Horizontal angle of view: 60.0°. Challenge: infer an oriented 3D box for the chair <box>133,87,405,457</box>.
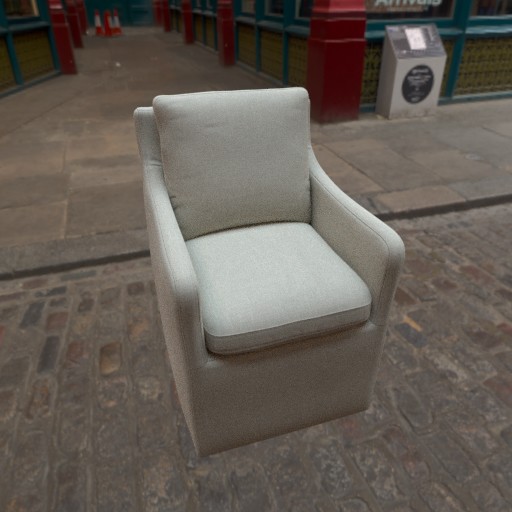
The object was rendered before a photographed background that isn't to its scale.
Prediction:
[{"bbox_3d":[0.000,0.000,1.395,0.626,0.914,0.694,-10,33,-15],"label":"chair"}]
